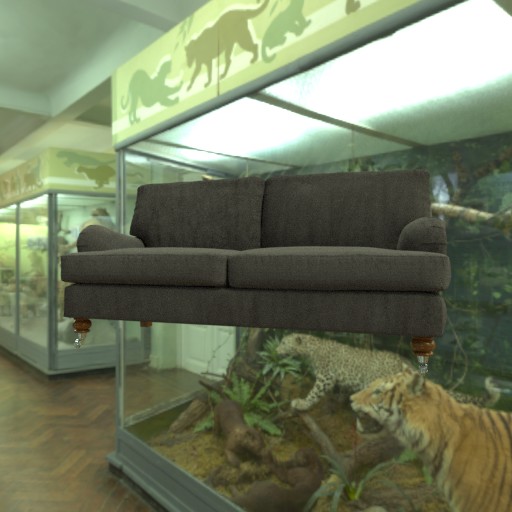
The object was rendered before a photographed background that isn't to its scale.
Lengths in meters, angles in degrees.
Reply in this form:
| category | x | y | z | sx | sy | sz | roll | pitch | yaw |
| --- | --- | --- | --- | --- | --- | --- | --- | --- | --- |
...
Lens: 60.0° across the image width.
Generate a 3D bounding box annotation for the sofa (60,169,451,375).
| category | x | y | z | sx | sy | sz | roll | pitch | yaw |
| --- | --- | --- | --- | --- | --- | --- | --- | --- | --- |
| sofa | 0.000 | 0.000 | 2.776 | 2.165 | 1.087 | 1.086 | 0 | 0 | 18 |
